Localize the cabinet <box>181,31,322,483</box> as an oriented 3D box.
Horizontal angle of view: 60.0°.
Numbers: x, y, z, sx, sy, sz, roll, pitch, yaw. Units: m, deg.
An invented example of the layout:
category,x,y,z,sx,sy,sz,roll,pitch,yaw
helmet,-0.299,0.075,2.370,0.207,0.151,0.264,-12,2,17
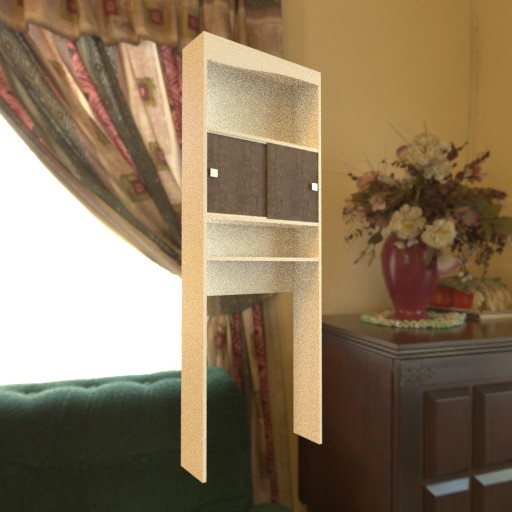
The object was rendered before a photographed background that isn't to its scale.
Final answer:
category,x,y,z,sx,sy,sz,roll,pitch,yaw
cabinet,0.000,0.000,1.997,0.643,1.770,0.192,1,-1,-36
